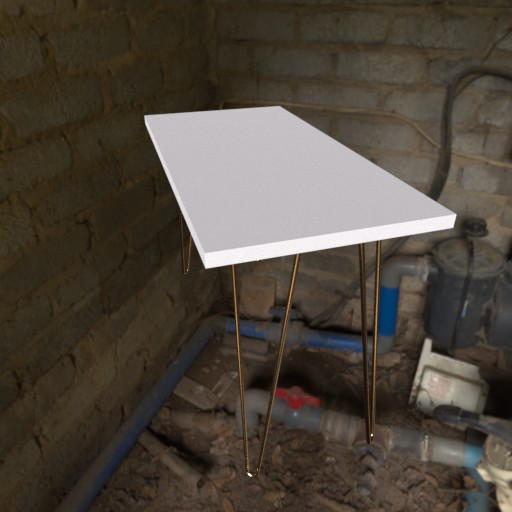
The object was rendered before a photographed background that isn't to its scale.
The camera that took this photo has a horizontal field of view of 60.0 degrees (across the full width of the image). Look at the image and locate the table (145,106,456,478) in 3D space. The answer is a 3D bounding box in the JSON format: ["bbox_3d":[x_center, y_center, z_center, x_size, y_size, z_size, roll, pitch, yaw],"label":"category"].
[{"bbox_3d":[0.000,0.000,1.364,0.498,0.660,0.991,-9,32,-15],"label":"table"}]
